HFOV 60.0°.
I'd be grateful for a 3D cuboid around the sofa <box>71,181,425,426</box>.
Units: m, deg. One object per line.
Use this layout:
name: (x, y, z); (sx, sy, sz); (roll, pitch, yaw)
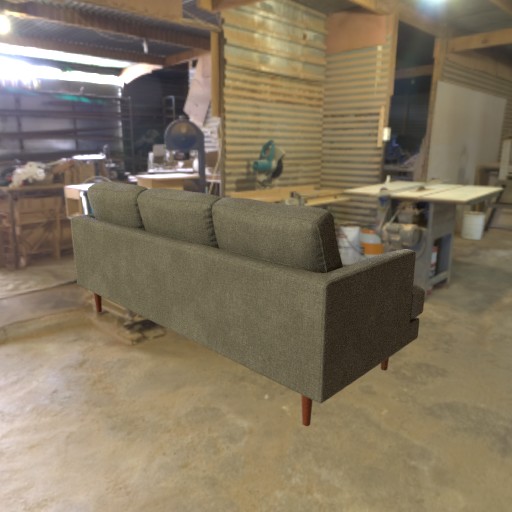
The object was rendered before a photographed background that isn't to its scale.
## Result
sofa: (0.000, 0.000, 2.965); (2.233, 0.956, 1.504); (14, 20, 43)
